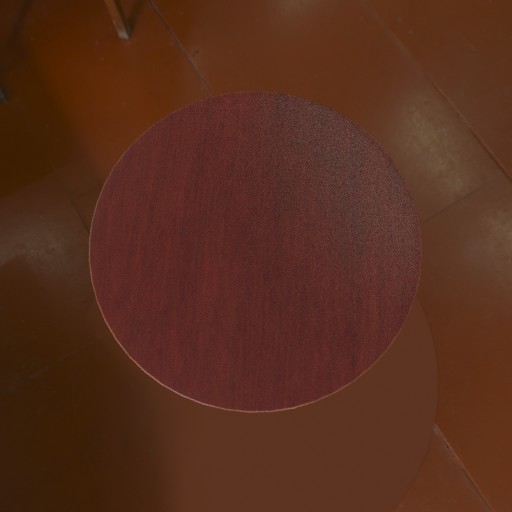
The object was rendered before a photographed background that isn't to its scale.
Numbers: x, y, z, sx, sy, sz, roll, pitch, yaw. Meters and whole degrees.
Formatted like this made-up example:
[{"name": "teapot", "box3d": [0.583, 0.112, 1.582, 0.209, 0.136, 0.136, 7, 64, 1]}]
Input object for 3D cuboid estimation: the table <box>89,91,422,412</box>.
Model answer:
[{"name": "table", "box3d": [0.000, 0.000, 1.599, 1.029, 0.486, 1.029, 0, 76, 0]}]
